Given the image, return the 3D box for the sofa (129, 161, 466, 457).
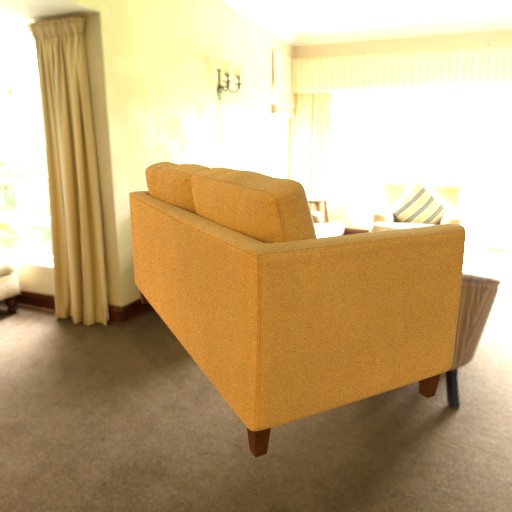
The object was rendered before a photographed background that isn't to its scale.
[{"bbox_3d":[0.000,0.000,2.331,0.950,0.940,1.846,-7,16,-26],"label":"sofa"}]
